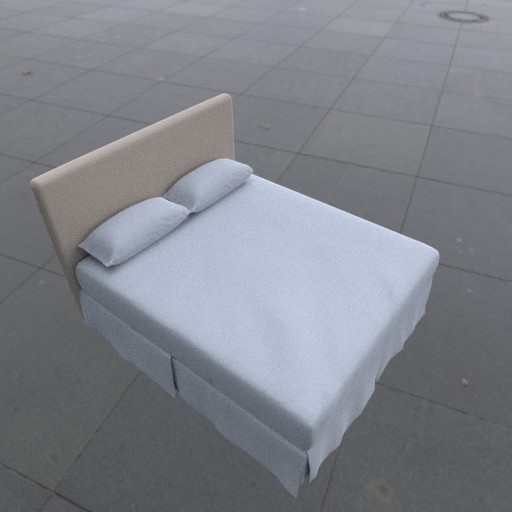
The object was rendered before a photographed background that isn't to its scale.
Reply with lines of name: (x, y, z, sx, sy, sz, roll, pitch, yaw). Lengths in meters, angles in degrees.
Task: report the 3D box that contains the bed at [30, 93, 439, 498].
bed: (0.000, 0.000, 3.142, 2.142, 1.330, 1.884, 27, 48, 28)
